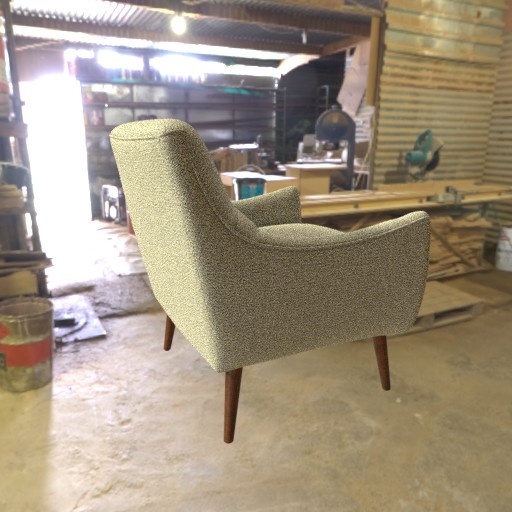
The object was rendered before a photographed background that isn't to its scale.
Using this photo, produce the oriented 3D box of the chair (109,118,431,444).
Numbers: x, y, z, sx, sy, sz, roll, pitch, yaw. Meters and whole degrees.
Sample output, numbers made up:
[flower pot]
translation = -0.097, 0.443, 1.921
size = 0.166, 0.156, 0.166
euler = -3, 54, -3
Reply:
[chair]
translation = 0.000, 0.000, 1.441
size = 0.787, 0.838, 0.762
euler = -8, 17, -26
